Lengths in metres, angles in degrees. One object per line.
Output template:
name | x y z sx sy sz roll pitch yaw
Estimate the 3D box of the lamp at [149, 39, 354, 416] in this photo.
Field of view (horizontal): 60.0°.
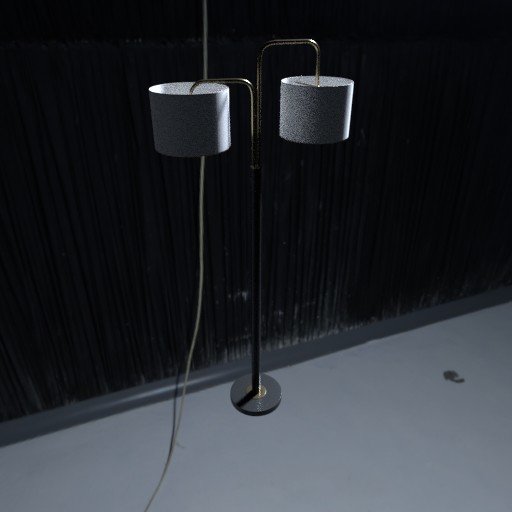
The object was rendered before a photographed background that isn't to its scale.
lamp | 0.000 0.000 1.811 0.711 1.587 0.254 -10 31 -18
